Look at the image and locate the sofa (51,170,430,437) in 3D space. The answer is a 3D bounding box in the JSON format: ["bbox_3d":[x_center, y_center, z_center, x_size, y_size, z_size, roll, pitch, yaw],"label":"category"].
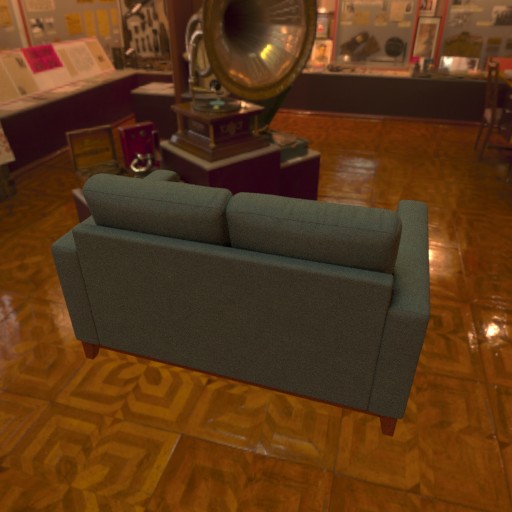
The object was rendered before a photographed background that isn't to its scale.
[{"bbox_3d":[0.000,0.000,2.100,1.489,0.903,0.955,10,33,15],"label":"sofa"}]
